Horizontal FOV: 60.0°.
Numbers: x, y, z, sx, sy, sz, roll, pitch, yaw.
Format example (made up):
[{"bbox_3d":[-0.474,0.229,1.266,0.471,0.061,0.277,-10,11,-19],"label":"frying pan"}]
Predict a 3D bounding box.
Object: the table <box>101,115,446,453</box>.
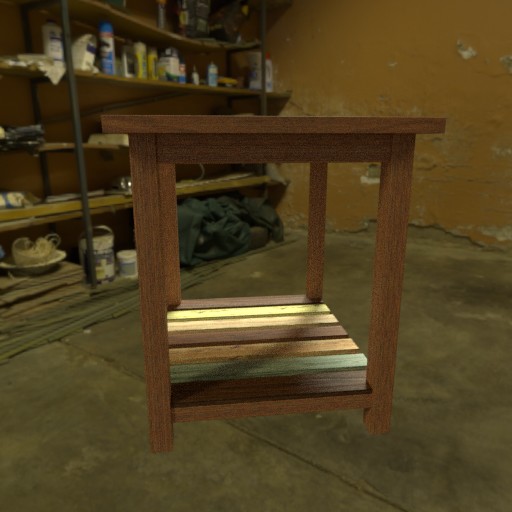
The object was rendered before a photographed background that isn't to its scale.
[{"bbox_3d":[0.000,0.000,1.106,0.559,0.635,0.660,-2,15,-7],"label":"table"}]
